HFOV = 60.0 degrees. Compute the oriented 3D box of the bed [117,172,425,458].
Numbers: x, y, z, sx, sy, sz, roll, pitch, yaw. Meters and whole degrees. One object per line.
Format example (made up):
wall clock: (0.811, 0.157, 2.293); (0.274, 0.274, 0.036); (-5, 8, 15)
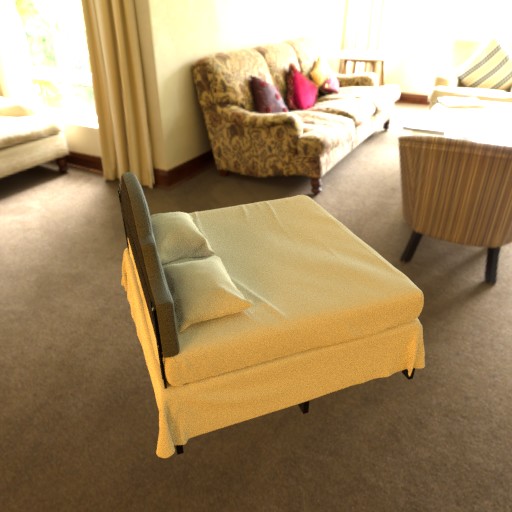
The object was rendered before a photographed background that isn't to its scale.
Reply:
bed: (0.000, 0.000, 3.766); (2.222, 1.631, 2.303); (-11, 33, -18)
